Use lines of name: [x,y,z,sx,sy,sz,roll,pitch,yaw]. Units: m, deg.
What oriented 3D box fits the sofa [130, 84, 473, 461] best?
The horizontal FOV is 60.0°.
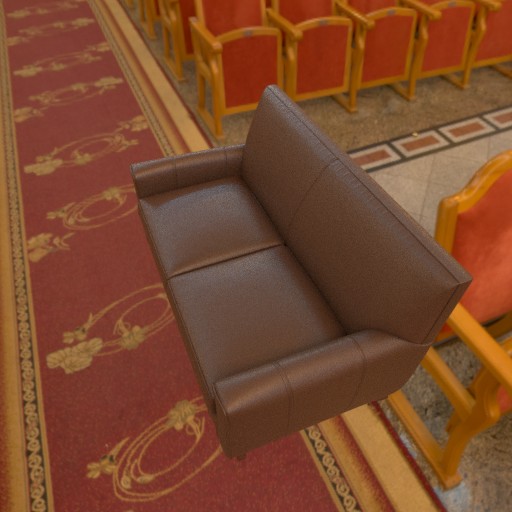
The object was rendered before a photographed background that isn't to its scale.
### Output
sofa: [0.000,0.000,2.019,0.853,0.859,1.468,-17,48,-16]
